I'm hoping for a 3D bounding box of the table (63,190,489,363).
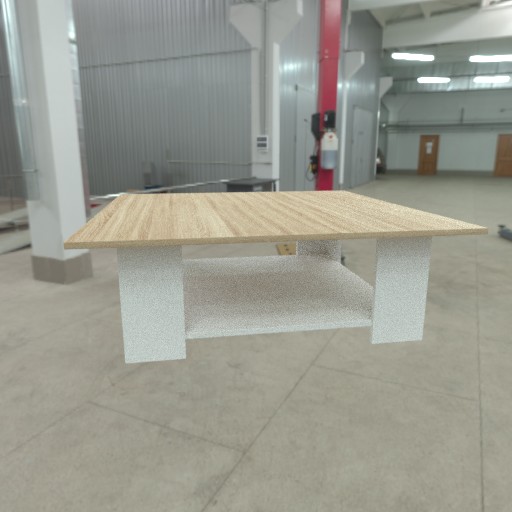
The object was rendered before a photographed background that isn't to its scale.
[{"bbox_3d":[0.000,0.000,1.368,0.890,0.305,0.890,-2,14,-10],"label":"table"}]
